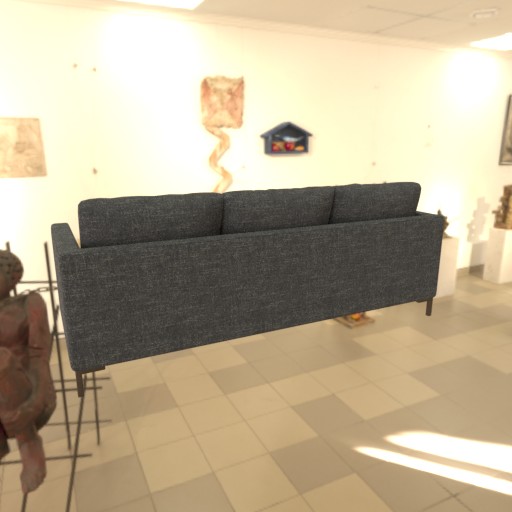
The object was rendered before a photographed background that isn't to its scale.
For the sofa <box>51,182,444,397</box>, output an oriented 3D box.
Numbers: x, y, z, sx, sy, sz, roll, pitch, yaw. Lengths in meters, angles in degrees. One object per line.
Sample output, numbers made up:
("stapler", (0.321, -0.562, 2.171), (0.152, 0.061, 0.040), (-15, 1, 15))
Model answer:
("sofa", (0.000, 0.000, 2.701), (2.218, 0.874, 0.859), (-7, 16, -25))
